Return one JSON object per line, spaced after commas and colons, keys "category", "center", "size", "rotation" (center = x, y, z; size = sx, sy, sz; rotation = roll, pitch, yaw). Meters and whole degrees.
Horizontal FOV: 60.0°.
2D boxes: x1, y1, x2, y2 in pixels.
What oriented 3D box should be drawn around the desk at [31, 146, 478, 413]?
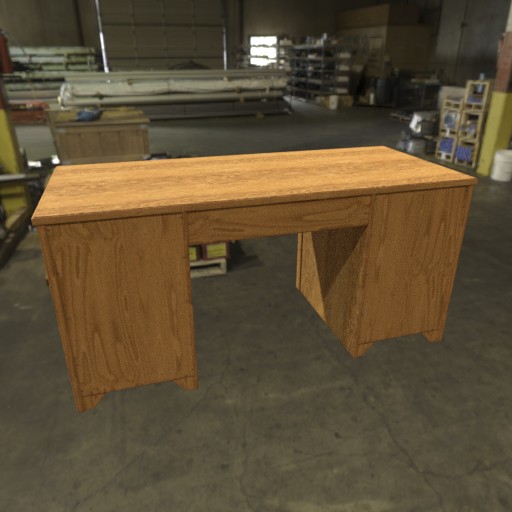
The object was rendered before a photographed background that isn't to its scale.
{"category": "desk", "center": [0.000, 0.000, 1.944], "size": [1.567, 0.751, 0.685], "rotation": [-7, 26, -15]}
